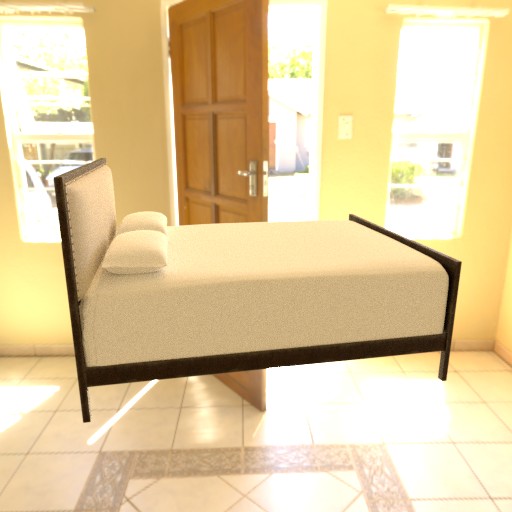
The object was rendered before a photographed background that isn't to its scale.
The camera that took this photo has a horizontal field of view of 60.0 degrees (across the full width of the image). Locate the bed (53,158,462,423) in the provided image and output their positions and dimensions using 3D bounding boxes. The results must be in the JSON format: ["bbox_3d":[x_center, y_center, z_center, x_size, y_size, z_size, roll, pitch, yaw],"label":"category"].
[{"bbox_3d":[0.000,0.000,3.183,2.221,1.313,1.607,-3,16,-11],"label":"bed"}]
